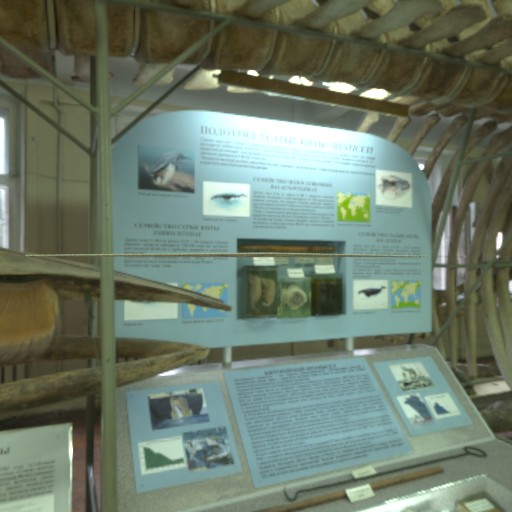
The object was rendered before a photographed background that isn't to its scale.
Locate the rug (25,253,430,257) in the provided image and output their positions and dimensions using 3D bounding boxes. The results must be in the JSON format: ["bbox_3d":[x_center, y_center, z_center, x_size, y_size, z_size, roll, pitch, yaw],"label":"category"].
[{"bbox_3d":[0.000,0.000,4.088,2.330,0.010,3.061,0,0,35],"label":"rug"}]
